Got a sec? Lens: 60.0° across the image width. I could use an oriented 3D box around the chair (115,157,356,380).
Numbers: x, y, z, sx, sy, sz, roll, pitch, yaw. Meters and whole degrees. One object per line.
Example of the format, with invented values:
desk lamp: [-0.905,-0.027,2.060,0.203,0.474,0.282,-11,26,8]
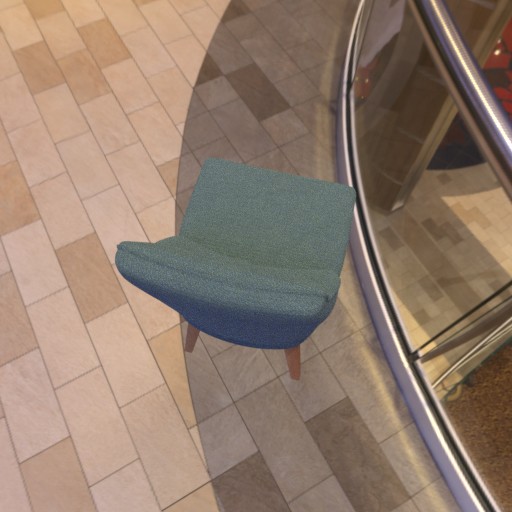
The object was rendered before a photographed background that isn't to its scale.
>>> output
chair: [0.000,0.000,1.261,0.500,0.930,0.620,13,65,6]
